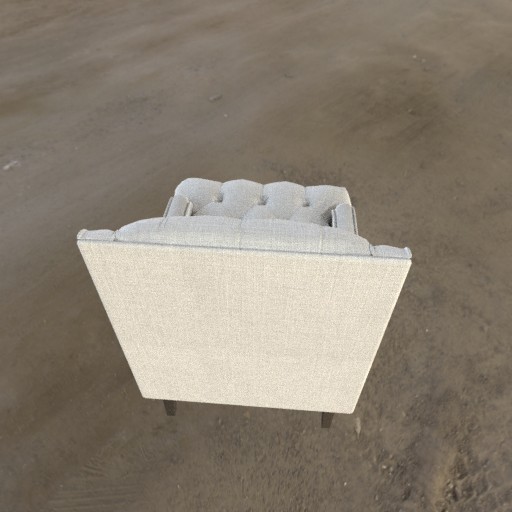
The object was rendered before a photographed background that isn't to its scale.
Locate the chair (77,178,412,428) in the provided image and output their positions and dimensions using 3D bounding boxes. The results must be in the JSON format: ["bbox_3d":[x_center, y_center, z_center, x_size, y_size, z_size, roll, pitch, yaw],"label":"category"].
[{"bbox_3d":[0.000,0.000,1.393,0.658,0.891,0.772,3,48,3],"label":"chair"}]
